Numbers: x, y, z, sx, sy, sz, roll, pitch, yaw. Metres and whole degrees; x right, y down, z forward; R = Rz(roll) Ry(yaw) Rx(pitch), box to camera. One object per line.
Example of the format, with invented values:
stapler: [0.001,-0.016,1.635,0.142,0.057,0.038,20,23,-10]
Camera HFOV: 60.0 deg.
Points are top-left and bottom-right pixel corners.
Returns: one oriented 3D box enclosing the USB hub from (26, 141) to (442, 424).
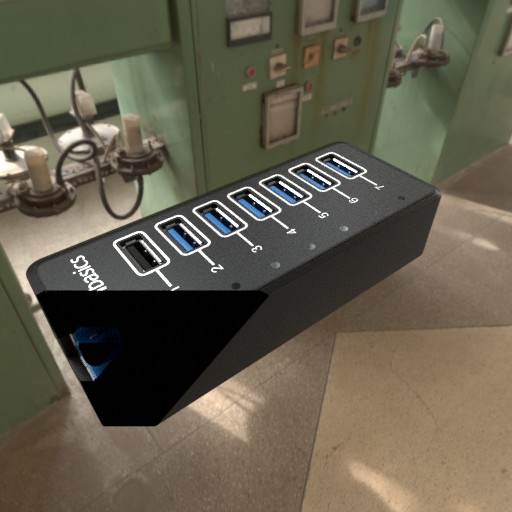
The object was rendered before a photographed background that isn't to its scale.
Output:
USB hub: [0.000,0.000,0.126,0.110,0.023,0.044,-27,48,-27]
